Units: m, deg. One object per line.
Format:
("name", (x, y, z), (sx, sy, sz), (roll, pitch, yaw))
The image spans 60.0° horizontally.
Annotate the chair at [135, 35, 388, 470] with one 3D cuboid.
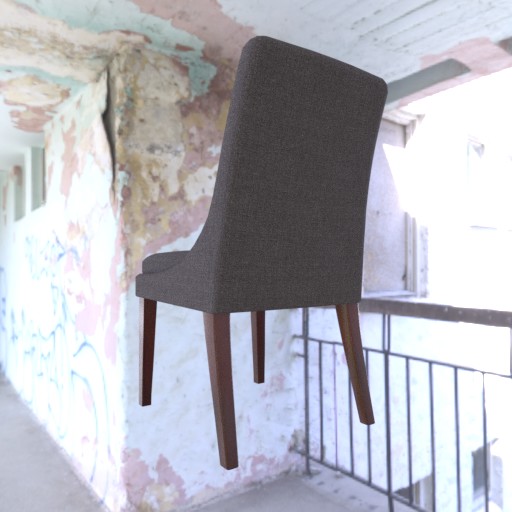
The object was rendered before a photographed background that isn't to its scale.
("chair", (0.000, 0.000, 1.315), (0.508, 0.952, 0.655), (1, -1, -35))
